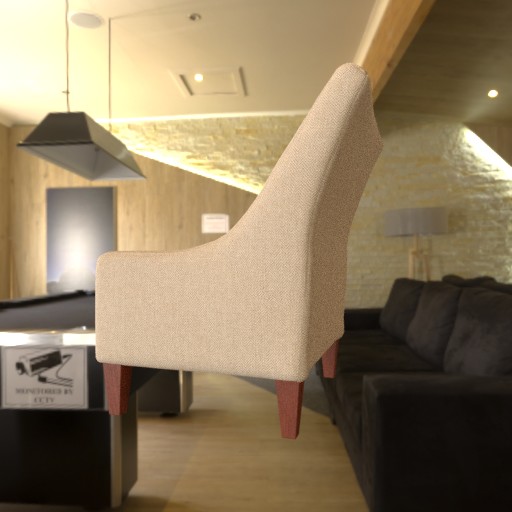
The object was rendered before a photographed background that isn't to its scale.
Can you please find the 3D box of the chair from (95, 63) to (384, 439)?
[{"bbox_3d":[0.000,0.000,1.628,0.870,1.014,0.774,0,0,19],"label":"chair"}]
